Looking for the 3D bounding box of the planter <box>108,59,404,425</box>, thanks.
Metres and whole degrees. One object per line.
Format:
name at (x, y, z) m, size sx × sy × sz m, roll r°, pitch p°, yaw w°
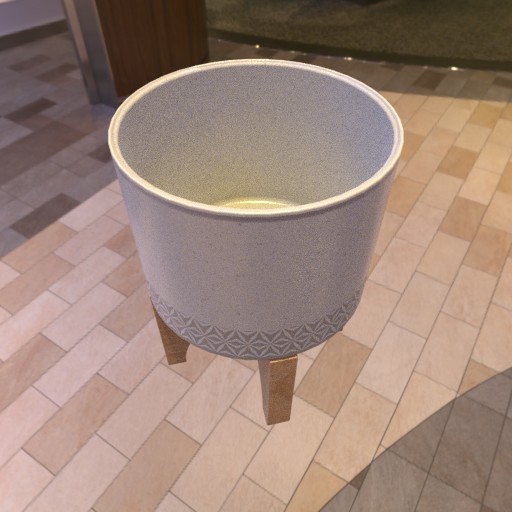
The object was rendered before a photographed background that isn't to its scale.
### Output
planter at (0.000, 0.000, 0.263) m, size 0.130 × 0.178 × 0.130 m, roll 0°, pitch 46°, yaw 0°
